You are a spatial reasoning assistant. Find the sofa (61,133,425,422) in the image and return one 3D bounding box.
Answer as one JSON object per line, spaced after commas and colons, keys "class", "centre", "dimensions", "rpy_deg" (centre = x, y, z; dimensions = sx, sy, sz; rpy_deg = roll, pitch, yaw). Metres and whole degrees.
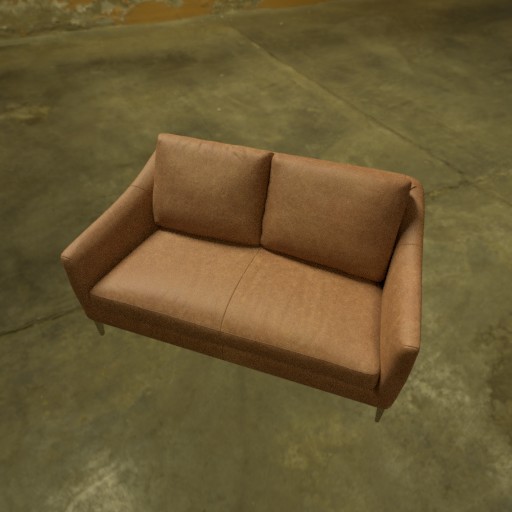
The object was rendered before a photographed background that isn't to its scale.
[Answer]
{"class": "sofa", "centre": [0.000, 0.000, 2.258], "dimensions": [1.619, 0.902, 0.960], "rpy_deg": [13, 42, 15]}
